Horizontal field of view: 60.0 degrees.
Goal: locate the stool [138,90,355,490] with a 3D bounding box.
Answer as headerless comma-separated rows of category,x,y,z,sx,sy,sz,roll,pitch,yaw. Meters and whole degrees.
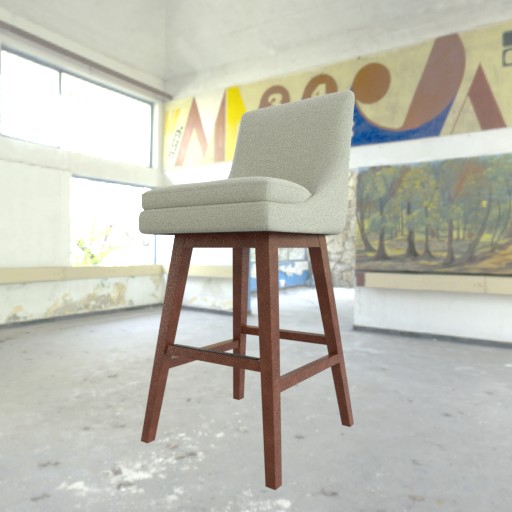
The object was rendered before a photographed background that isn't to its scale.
stool,0.000,0.000,1.379,0.470,1.092,0.559,1,1,35
